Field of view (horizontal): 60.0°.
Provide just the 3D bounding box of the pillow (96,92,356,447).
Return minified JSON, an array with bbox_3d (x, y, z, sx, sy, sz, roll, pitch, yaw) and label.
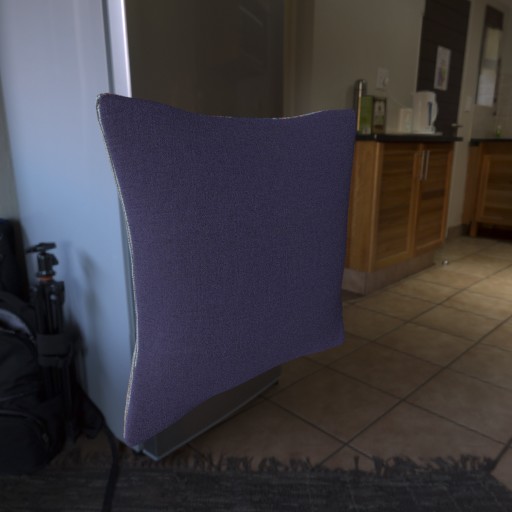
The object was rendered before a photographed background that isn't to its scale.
[{"bbox_3d":[0.000,0.000,0.635,0.437,0.419,0.136,-13,20,-40],"label":"pillow"}]
